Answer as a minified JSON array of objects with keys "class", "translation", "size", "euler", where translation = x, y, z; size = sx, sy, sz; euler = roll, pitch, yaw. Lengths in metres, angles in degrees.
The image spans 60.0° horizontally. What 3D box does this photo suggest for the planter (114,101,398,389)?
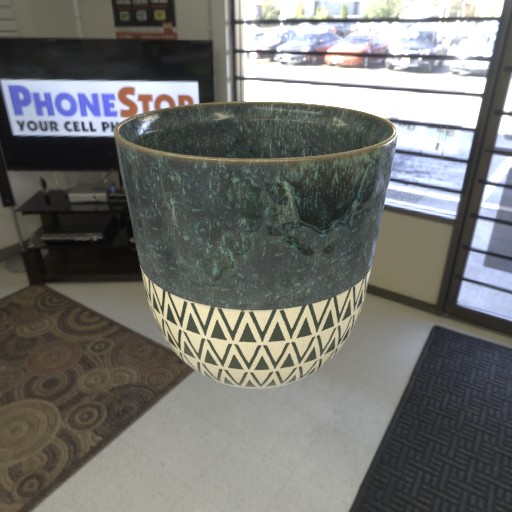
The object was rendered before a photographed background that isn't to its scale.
[{"class":"planter","translation":[0.000,0.000,0.364],"size":[0.195,0.214,0.195],"euler":[0,28,0]}]
